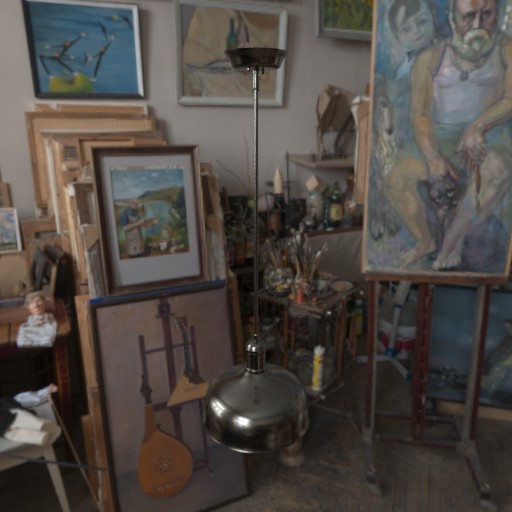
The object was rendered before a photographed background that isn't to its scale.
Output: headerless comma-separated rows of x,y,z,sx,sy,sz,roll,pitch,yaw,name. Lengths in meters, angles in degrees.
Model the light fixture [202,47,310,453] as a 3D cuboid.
0.000,0.000,1.111,0.299,0.935,0.299,8,19,26,light fixture
